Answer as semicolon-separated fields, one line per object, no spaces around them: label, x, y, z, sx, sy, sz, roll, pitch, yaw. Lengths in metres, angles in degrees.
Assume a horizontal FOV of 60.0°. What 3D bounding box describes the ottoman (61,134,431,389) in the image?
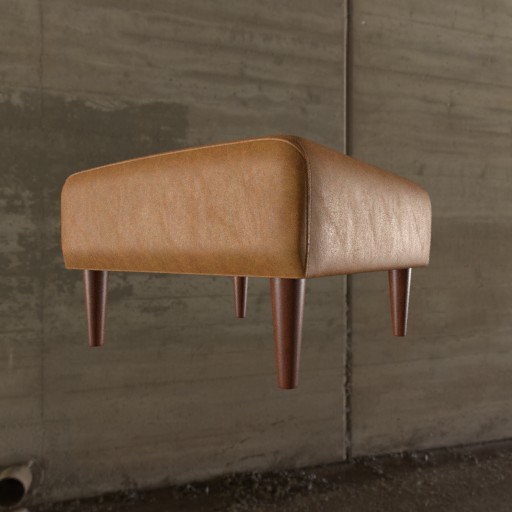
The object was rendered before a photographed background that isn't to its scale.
ottoman;0.000;0.000;1.047;0.650;0.399;0.650;0;1;37
